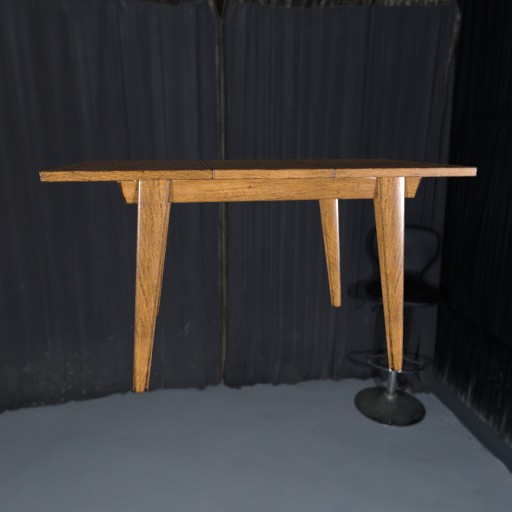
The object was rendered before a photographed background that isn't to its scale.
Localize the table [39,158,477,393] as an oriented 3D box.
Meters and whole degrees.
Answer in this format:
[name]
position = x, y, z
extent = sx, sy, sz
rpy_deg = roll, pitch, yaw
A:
[table]
position = 0.000, 0.000, 1.855
extent = 1.400, 0.760, 0.757
rpy_deg = -2, 15, -9
